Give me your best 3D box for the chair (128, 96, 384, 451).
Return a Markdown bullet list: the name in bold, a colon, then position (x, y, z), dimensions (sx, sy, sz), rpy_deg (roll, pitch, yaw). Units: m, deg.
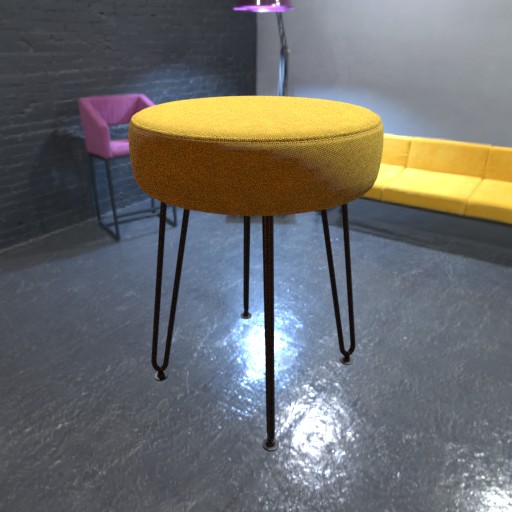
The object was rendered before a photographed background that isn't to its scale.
- **chair**: position (0.000, 0.000, 0.702), dimensions (0.345, 0.455, 0.345), rpy_deg (19, 32, 33)
